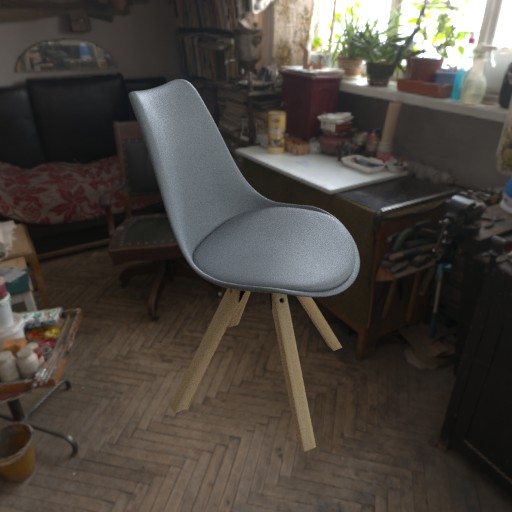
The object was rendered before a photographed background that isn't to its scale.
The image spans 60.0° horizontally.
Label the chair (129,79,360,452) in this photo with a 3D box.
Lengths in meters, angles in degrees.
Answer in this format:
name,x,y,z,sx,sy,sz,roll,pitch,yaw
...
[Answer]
name,x,y,z,sx,sy,sz,roll,pitch,yaw
chair,0.000,0.000,1.201,0.549,0.850,0.485,10,31,17
